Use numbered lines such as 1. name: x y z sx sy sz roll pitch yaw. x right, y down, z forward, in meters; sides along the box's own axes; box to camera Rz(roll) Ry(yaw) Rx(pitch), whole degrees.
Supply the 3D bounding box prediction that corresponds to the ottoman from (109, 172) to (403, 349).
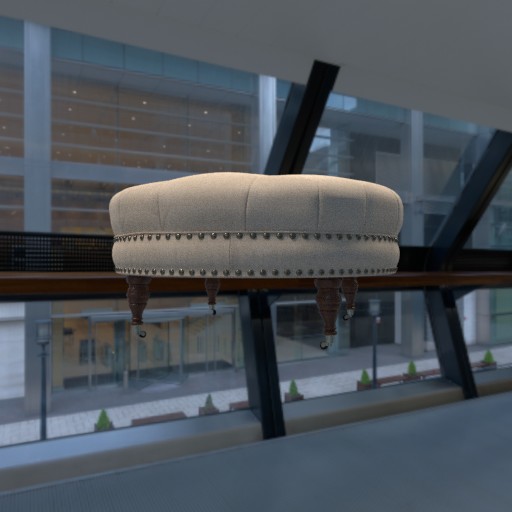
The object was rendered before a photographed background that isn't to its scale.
1. ottoman: 0.000 0.000 1.490 0.940 0.483 0.940 0 0 0
